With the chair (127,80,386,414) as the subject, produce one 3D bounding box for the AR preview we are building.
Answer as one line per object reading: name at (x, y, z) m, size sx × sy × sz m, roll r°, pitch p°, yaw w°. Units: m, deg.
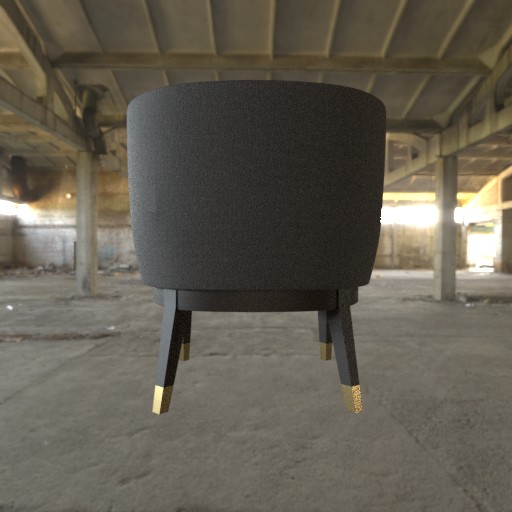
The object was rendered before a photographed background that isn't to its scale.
chair at (0.000, 0.000, 1.210) m, size 0.639 × 0.695 × 0.698 m, roll 0°, pitch 1°, yaw -1°
